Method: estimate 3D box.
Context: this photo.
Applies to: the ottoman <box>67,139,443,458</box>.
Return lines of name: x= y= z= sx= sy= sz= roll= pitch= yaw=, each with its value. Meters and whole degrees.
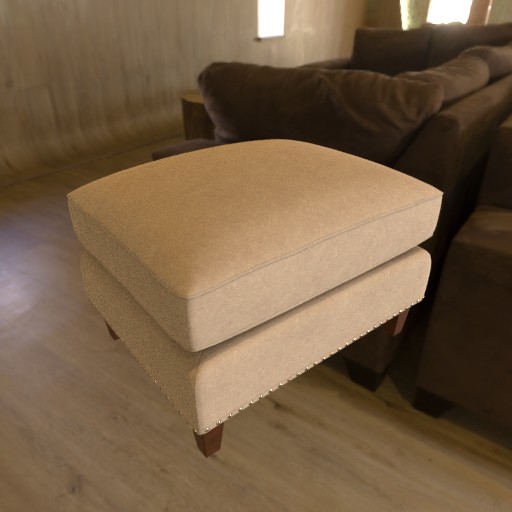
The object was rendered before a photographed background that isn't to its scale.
ottoman: x=0.000 y=0.000 z=1.158 sx=0.741 sy=0.513 sz=0.584 roll=-21 pitch=36 yaw=-33
